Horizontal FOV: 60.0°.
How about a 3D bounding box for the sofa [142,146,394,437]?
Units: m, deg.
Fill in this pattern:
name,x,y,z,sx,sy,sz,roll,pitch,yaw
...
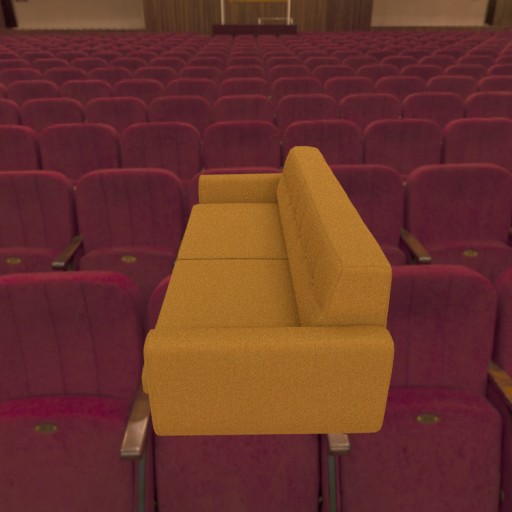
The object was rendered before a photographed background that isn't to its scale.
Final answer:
name,x,y,z,sx,sy,sz,roll,pitch,yaw
sofa,0.000,0.000,2.451,0.909,0.841,2.029,0,26,-1
